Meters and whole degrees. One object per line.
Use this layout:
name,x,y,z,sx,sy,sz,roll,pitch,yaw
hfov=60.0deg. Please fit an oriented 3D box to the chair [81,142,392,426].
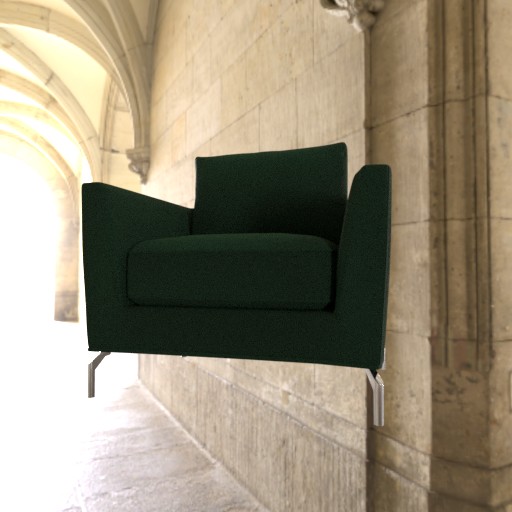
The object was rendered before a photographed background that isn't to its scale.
chair,0.000,0.000,1.793,1.047,0.997,0.852,0,-2,17
